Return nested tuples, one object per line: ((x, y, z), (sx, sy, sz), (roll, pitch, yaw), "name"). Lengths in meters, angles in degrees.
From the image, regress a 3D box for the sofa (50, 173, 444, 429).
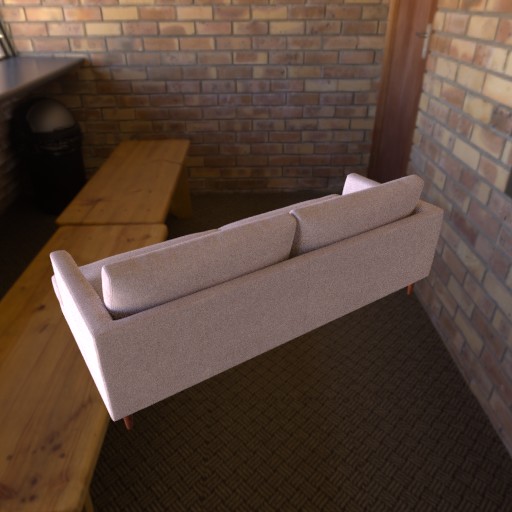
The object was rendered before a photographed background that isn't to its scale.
((0.000, 0.000, 2.774), (2.250, 0.868, 1.020), (-19, 35, -28), "sofa")
